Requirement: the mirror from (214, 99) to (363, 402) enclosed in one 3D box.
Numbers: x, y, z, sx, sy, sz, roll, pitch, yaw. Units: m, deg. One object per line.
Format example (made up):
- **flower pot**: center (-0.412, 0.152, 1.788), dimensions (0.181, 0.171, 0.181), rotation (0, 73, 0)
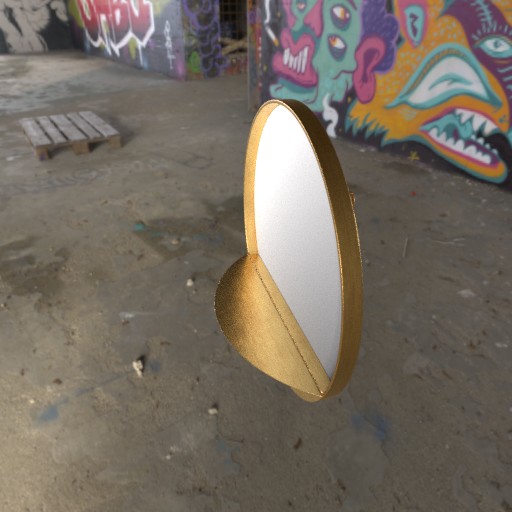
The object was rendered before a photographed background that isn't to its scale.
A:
- **mirror**: center (0.000, 0.000, 0.692), dimensions (0.133, 0.457, 0.457), rotation (-8, 31, -13)
